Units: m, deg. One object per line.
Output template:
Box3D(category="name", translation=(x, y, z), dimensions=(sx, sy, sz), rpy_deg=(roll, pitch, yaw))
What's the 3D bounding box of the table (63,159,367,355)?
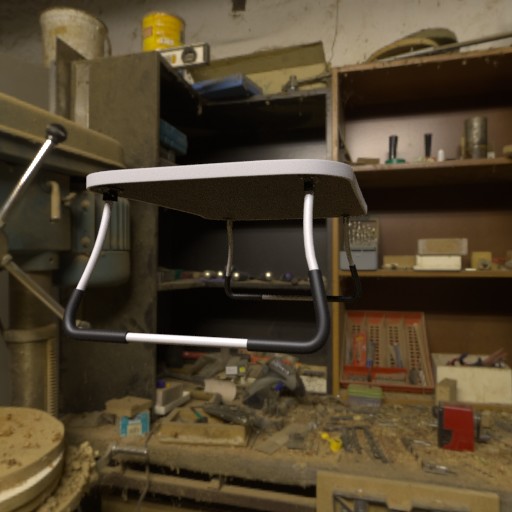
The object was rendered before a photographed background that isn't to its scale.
Box3D(category="table", translation=(0.000, 0.000, 0.862), dimensions=(0.400, 0.232, 0.660), rpy_deg=(0, 0, 17))
